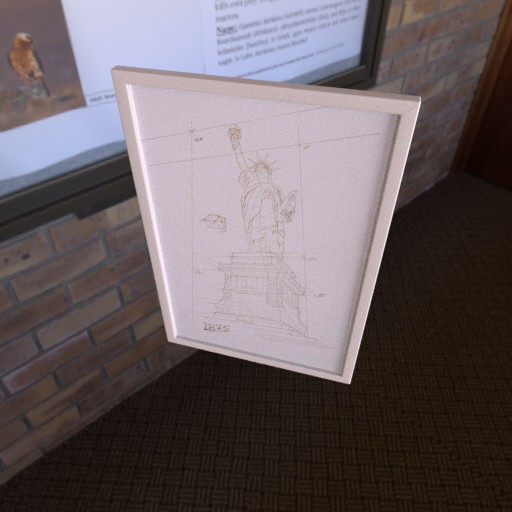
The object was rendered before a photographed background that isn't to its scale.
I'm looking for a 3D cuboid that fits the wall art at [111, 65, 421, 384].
[{"bbox_3d":[0.000,0.000,1.518,0.808,1.183,0.038,11,43,12],"label":"wall art"}]
